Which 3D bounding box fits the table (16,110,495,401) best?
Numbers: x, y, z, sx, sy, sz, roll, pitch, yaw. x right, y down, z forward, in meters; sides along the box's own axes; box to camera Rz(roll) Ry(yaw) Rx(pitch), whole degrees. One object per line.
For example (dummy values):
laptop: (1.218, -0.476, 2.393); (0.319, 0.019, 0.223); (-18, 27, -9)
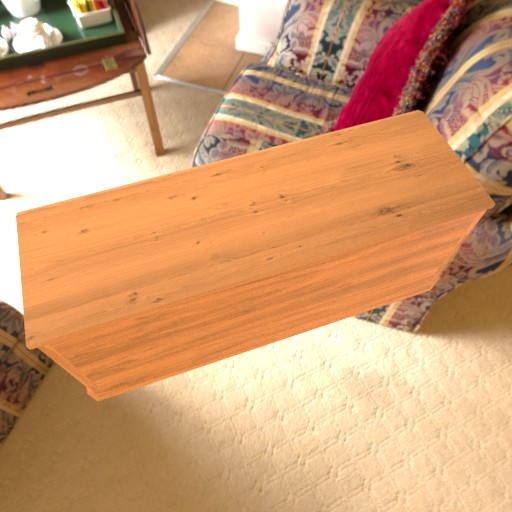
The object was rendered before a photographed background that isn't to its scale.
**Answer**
table: (0.000, 0.000, 1.385); (1.200, 0.510, 0.400); (-17, 60, -10)
